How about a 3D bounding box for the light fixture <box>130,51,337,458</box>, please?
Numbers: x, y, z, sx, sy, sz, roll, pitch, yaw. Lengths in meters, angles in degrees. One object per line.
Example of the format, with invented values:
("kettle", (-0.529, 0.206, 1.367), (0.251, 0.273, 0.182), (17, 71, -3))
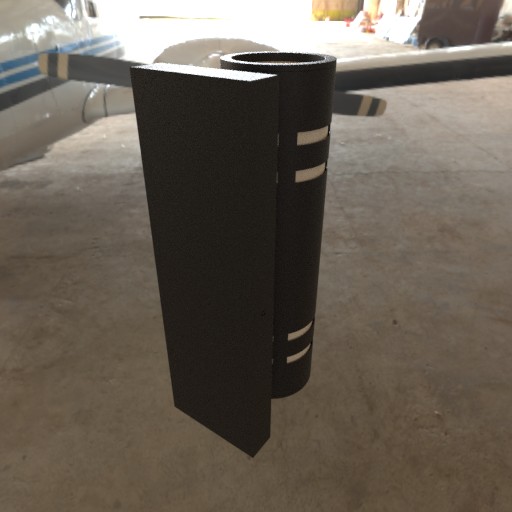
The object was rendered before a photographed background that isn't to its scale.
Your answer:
("light fixture", (0.000, 0.000, 0.408), (0.105, 0.330, 0.149), (20, 36, 31))
